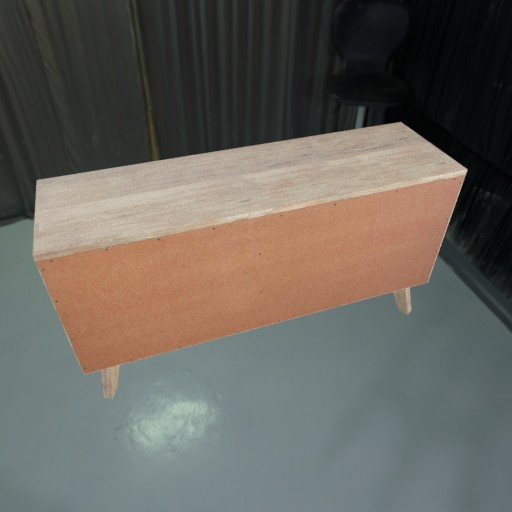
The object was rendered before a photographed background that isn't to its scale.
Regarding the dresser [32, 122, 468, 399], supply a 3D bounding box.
[{"bbox_3d":[0.000,0.000,1.925,1.554,0.805,0.455,-13,42,-14],"label":"dresser"}]
